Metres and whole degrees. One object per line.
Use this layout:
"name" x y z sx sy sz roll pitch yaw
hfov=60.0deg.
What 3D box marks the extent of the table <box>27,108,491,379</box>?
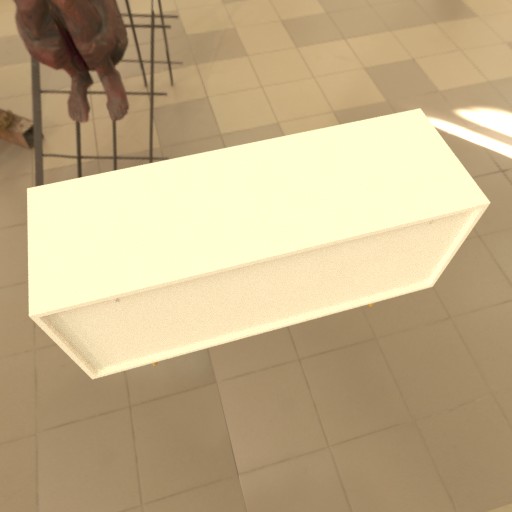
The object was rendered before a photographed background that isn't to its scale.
"table" 0.000 0.000 1.837 1.500 0.769 0.508 -14 58 -9
